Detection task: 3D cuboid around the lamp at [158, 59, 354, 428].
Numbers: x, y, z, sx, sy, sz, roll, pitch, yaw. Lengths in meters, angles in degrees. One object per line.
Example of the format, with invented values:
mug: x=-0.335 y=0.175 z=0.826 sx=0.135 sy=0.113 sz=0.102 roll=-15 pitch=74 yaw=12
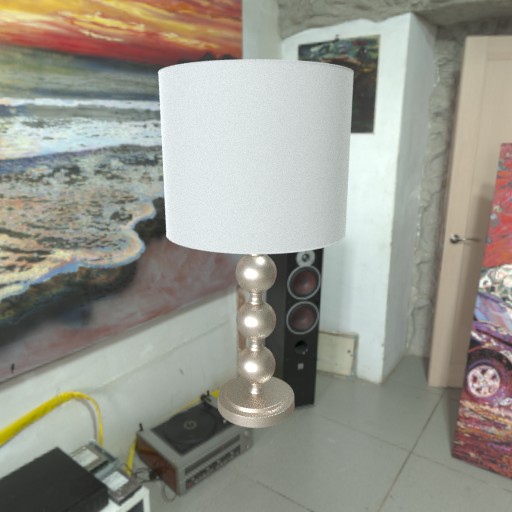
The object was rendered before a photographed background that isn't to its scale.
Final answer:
lamp: x=0.000 y=0.000 z=0.706 sx=0.277 sy=0.538 sz=0.277 roll=2 pitch=15 yaw=6
